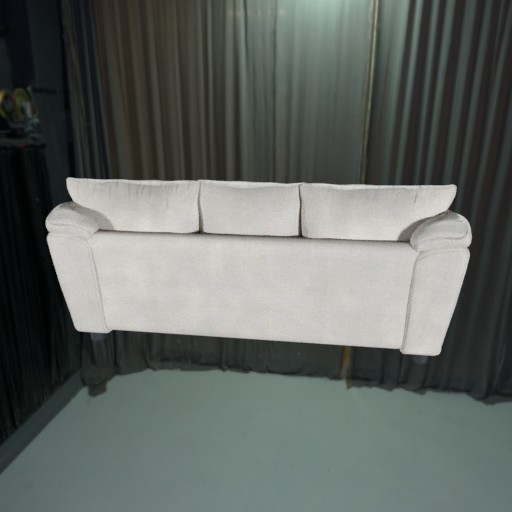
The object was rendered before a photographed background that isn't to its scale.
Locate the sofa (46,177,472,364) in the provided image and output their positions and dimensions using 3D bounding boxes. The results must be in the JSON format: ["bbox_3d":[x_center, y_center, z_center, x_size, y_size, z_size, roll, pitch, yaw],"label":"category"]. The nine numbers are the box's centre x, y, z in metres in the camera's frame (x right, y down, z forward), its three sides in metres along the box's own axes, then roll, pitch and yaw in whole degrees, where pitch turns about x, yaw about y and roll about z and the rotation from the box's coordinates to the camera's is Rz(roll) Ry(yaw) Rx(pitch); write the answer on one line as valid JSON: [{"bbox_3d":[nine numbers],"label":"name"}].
[{"bbox_3d":[0.000,0.000,2.762,2.334,0.996,0.878,2,17,8],"label":"sofa"}]
